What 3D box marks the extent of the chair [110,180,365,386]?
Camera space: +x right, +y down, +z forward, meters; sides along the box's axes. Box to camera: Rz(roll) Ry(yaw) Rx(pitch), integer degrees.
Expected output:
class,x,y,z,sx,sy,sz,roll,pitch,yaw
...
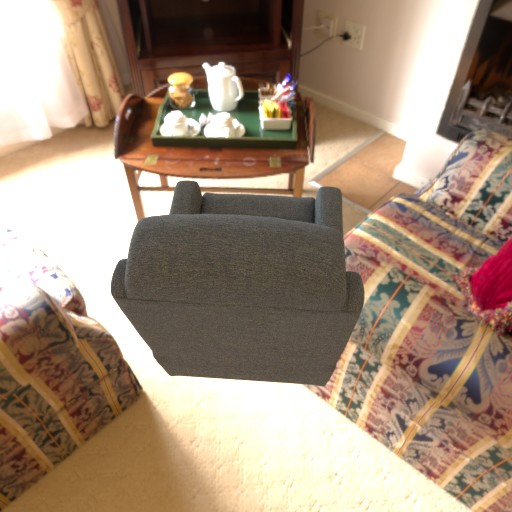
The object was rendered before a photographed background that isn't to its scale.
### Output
class,x,y,z,sx,sy,sz,roll,pitch,yaw
chair,0.000,0.000,1.756,0.798,1.013,1.043,3,46,3
